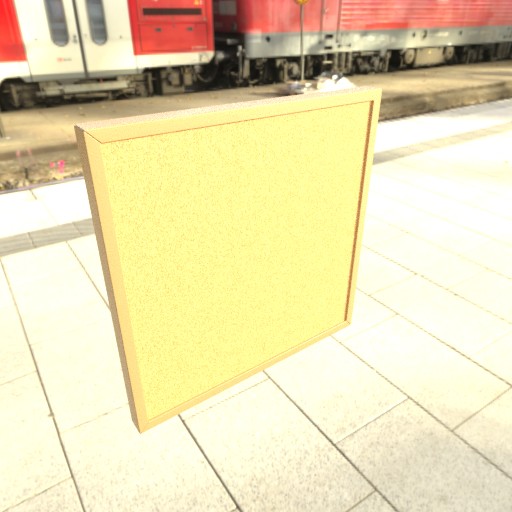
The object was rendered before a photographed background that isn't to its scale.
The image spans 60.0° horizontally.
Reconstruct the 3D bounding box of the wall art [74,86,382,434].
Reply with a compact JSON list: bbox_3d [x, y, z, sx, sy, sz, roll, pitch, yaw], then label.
[{"bbox_3d":[0.000,0.000,0.768,0.509,0.509,0.036,-19,35,-31],"label":"wall art"}]
